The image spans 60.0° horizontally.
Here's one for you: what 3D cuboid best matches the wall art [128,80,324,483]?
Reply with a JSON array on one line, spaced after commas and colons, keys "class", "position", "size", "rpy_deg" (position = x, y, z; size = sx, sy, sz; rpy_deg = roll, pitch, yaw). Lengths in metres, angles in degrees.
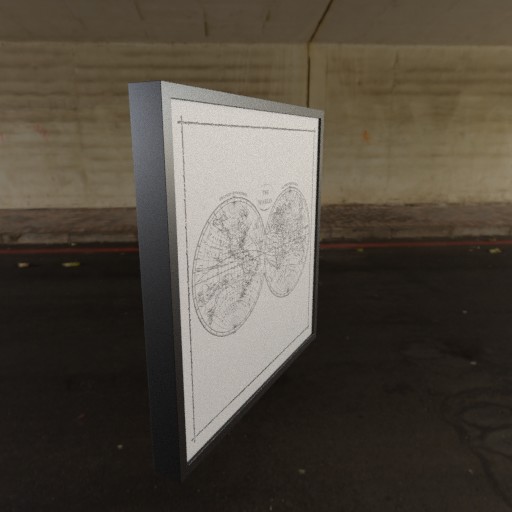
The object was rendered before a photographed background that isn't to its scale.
[{"class": "wall art", "position": [0.000, 0.000, 0.480], "size": [0.029, 0.318, 0.327], "rpy_deg": [7, 16, 27]}]
